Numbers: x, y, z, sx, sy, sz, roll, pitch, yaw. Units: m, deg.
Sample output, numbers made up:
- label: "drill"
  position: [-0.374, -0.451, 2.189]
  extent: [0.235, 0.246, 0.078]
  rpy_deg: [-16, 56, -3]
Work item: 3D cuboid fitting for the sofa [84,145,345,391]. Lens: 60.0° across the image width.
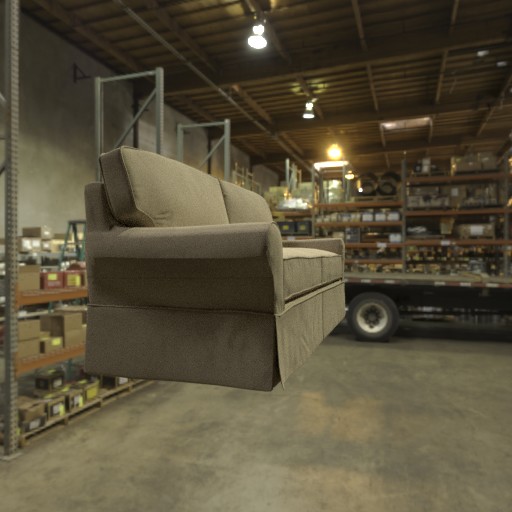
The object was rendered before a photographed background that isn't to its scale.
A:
- label: "sofa"
  position: [0.000, 0.000, 2.784]
  extent: [0.900, 1.014, 2.246]
  rpy_deg: [0, 0, 18]
